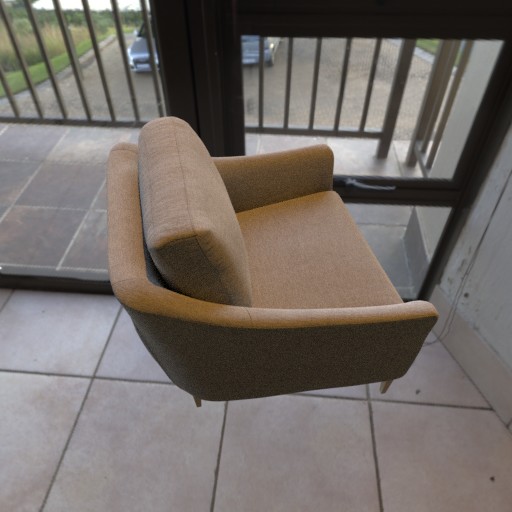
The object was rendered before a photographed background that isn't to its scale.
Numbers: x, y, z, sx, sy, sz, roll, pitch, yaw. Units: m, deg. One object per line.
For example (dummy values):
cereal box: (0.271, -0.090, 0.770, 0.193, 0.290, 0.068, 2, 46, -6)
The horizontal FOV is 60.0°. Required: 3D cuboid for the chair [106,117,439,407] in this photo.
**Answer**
chair: (0.000, 0.000, 1.687, 0.961, 0.902, 0.986, -10, 46, -9)
